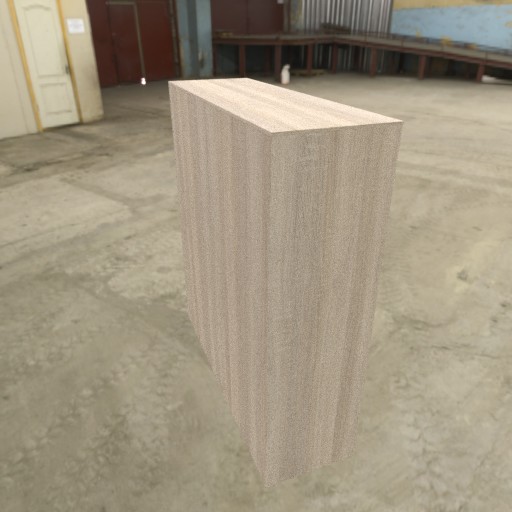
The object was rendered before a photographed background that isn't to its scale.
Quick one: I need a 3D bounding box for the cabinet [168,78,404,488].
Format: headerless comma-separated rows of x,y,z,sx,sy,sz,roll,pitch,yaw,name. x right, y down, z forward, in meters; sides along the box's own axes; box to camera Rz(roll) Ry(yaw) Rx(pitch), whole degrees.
0.000,0.000,3.005,0.620,2.060,1.870,-10,29,-19,cabinet
